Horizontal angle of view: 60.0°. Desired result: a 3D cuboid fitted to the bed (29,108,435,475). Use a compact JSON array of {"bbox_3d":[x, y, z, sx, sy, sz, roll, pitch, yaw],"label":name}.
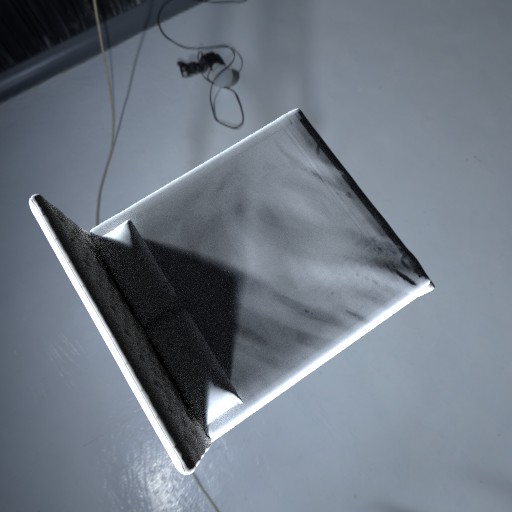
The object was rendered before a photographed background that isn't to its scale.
[{"bbox_3d":[0.000,0.000,3.605,2.387,1.427,2.078,-32,78,-8],"label":"bed"}]
